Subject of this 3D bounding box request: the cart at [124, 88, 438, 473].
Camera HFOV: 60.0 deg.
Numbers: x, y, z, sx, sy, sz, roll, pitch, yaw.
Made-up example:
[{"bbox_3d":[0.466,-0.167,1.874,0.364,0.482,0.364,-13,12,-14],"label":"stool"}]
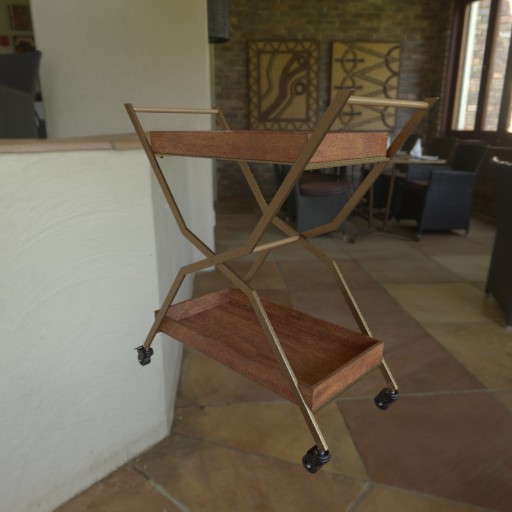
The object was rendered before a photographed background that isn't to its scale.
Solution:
[{"bbox_3d":[0.000,0.000,1.316,0.836,0.869,0.405,15,22,42],"label":"cart"}]
